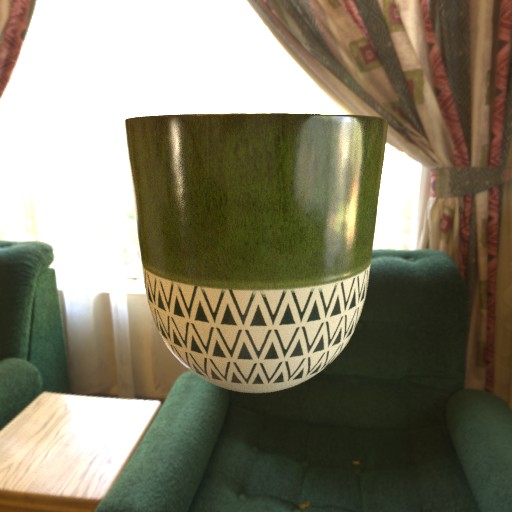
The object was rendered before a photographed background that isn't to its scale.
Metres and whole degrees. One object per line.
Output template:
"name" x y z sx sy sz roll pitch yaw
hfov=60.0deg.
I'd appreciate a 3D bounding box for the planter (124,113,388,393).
"planter" 0.000 0.000 0.461 0.245 0.270 0.245 0 15 0
